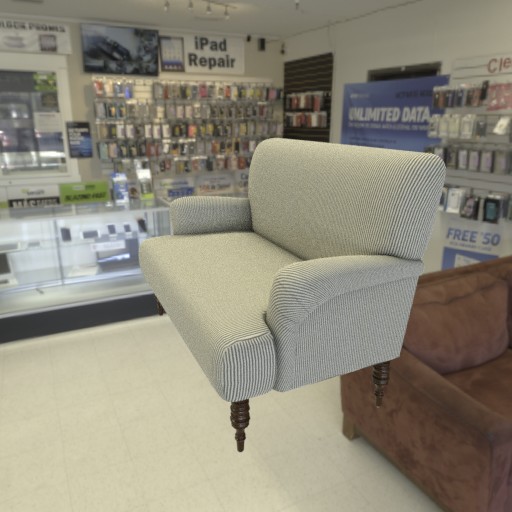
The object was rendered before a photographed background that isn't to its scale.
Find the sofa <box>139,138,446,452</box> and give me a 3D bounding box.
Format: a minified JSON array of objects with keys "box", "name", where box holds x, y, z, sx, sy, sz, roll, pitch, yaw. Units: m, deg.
[{"box":[0.000,0.000,1.841,0.779,0.889,1.297,-8,19,-23],"name":"sofa"}]
